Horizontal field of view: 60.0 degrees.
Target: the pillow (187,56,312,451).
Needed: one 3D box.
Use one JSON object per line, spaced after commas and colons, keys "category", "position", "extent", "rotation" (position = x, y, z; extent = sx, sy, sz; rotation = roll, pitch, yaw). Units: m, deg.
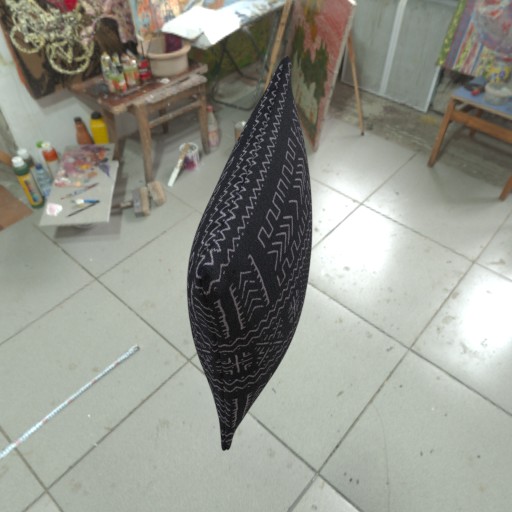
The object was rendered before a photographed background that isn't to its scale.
{"category": "pillow", "position": [0.000, 0.000, 0.666], "extent": [0.164, 0.430, 0.438], "rotation": [9, 49, 8]}
